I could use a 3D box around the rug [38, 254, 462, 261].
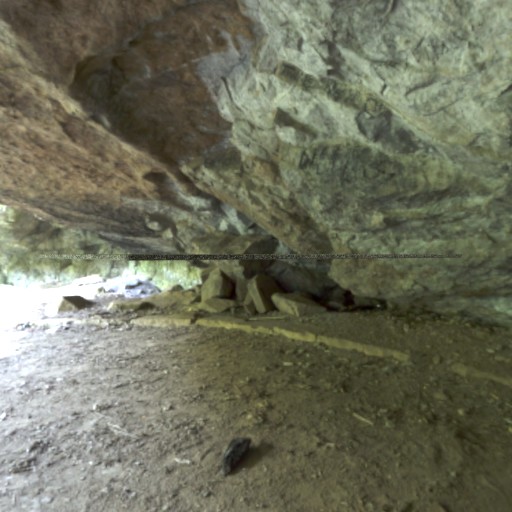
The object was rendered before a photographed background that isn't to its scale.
[{"bbox_3d":[0.000,0.000,3.384,2.699,0.026,1.802,0,0,-37],"label":"rug"}]
